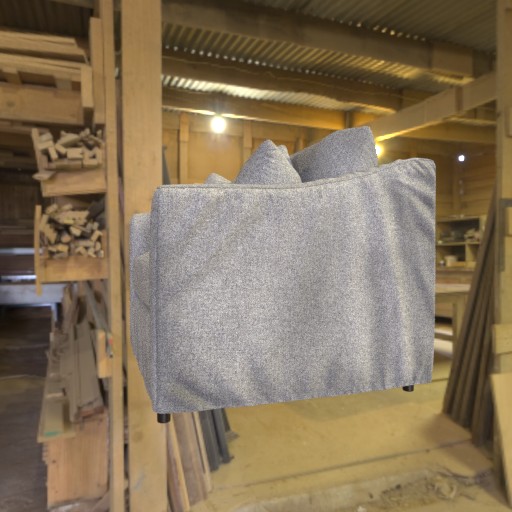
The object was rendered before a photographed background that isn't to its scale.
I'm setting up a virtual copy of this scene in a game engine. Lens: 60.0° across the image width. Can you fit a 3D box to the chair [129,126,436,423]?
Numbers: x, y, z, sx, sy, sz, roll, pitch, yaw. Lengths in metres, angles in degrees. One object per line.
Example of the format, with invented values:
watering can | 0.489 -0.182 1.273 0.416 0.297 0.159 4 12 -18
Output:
chair | 0.000 0.000 2.055 1.071 1.059 1.194 0 1 -20
